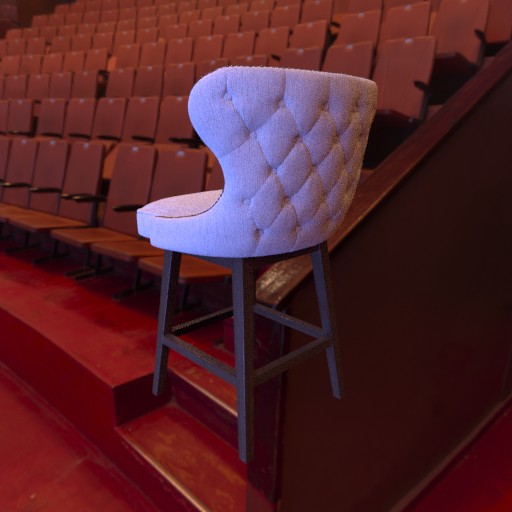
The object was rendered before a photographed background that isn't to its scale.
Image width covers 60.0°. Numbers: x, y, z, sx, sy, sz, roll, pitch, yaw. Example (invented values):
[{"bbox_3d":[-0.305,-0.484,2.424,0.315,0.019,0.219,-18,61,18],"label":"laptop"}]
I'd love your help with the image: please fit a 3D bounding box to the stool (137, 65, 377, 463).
[{"bbox_3d":[0.000,0.000,1.318,0.615,0.972,0.597,-15,21,-42],"label":"stool"}]
